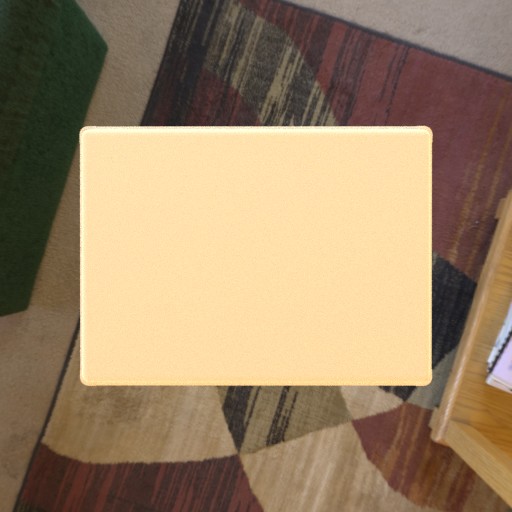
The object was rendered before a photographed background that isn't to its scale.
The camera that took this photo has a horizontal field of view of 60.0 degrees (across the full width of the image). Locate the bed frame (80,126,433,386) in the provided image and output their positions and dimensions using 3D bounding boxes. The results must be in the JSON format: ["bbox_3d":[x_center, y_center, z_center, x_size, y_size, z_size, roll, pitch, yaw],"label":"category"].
[{"bbox_3d":[0.000,0.000,2.501,1.900,0.406,1.400,0,90,0],"label":"bed frame"}]
